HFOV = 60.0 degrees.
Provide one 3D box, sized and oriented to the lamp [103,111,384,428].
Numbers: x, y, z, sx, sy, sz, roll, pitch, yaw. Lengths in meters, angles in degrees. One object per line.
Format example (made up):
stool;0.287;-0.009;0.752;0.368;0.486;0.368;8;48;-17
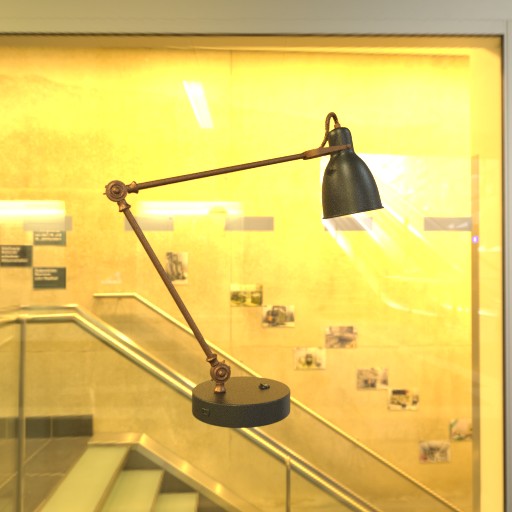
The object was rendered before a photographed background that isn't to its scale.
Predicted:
lamp;0.000;0.000;0.858;0.561;0.587;0.187;0;-1;-20
